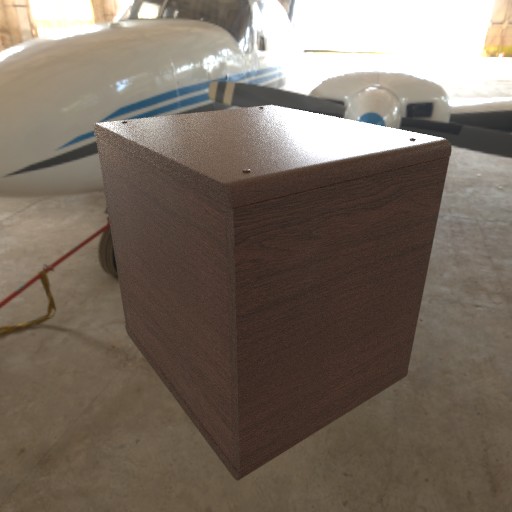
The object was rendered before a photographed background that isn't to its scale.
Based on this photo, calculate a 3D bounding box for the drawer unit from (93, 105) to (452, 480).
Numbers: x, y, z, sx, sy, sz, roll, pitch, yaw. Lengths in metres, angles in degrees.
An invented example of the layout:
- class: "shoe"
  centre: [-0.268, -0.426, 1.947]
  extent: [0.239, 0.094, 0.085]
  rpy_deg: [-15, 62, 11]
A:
- class: "drawer unit"
  centre: [0.000, 0.000, 0.614]
  extent: [0.290, 0.344, 0.344]
  rpy_deg: [-18, 32, -31]
